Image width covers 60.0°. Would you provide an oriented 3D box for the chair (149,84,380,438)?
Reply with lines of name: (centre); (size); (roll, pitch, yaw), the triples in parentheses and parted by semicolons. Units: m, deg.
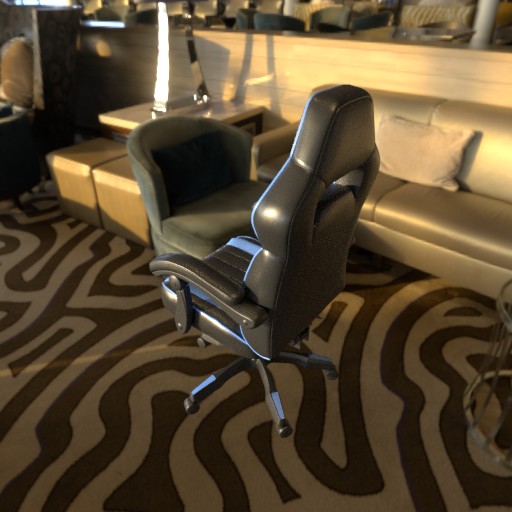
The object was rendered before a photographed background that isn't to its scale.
chair: (0.000, 0.000, 1.693); (0.700, 1.280, 0.700); (22, 37, 31)
